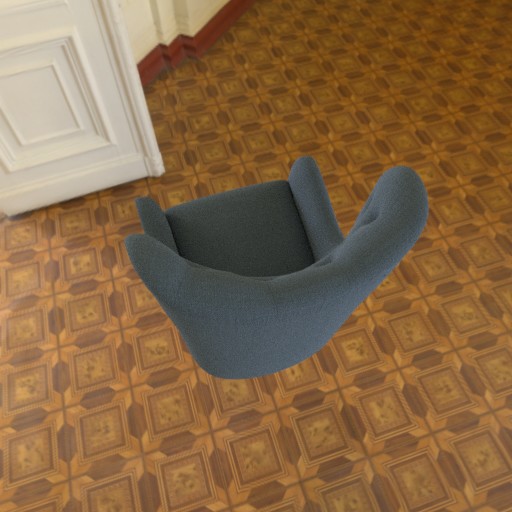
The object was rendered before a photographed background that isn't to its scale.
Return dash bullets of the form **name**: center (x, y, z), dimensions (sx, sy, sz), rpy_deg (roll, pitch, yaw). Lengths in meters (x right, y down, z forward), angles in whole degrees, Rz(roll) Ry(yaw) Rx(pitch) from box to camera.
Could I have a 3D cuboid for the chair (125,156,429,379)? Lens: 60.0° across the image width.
- **chair**: center (0.000, 0.000, 1.726), dimensions (0.831, 1.079, 0.930), rpy_deg (-16, 58, -10)
